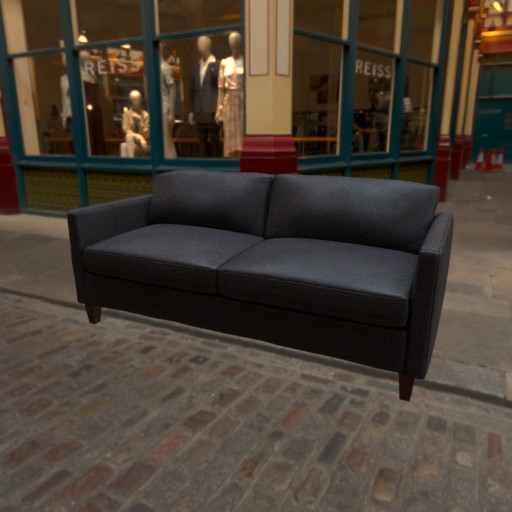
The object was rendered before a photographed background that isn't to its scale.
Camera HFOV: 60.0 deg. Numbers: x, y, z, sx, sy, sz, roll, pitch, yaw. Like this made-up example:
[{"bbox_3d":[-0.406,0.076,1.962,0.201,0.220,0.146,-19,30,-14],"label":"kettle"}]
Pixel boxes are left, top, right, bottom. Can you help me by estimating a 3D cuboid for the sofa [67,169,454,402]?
[{"bbox_3d":[0.000,0.000,2.487,1.971,0.863,0.933,8,18,25],"label":"sofa"}]
